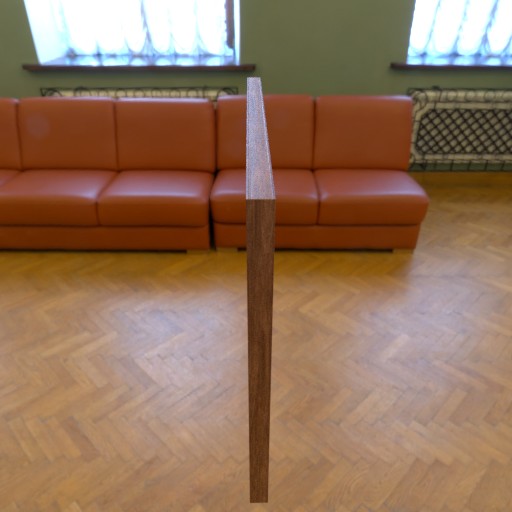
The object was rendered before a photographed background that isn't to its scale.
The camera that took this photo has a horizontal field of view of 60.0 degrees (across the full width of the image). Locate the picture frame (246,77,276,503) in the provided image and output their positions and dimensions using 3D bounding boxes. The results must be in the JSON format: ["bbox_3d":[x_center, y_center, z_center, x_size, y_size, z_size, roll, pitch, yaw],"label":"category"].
[{"bbox_3d":[0.000,0.000,0.730,0.025,0.457,0.559,0,32,-1],"label":"picture frame"}]
